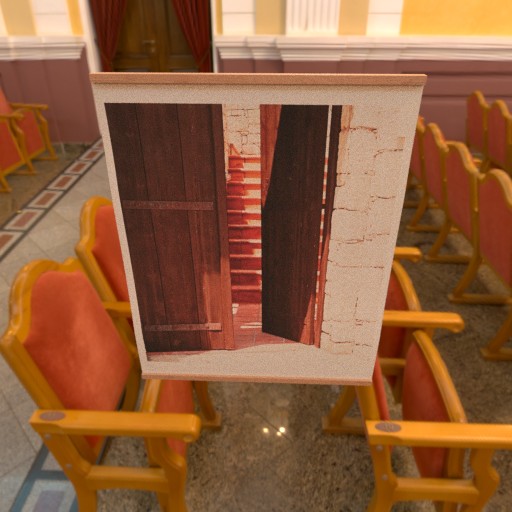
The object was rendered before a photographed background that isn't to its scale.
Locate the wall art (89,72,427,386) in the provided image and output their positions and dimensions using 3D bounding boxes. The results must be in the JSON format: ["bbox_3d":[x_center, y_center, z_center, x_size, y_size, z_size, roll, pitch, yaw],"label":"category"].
[{"bbox_3d":[0.000,0.000,0.663,0.406,0.508,0.013,1,30,2],"label":"wall art"}]
